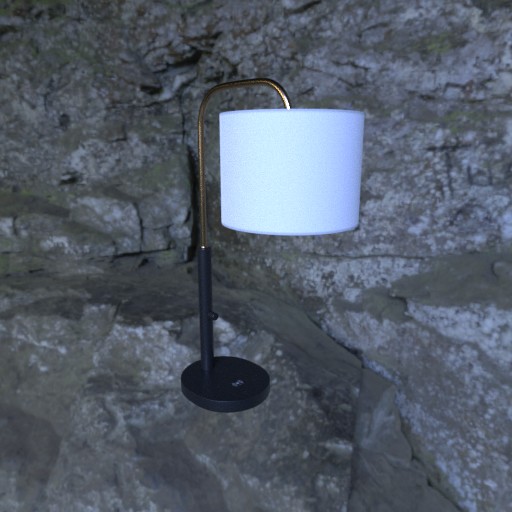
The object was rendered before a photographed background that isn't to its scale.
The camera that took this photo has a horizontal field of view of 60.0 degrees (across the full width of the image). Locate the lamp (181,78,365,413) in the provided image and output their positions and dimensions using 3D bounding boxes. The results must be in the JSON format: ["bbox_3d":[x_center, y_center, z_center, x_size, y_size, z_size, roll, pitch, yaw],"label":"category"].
[{"bbox_3d":[0.000,0.000,0.718,0.337,0.540,0.199,14,20,43],"label":"lamp"}]
